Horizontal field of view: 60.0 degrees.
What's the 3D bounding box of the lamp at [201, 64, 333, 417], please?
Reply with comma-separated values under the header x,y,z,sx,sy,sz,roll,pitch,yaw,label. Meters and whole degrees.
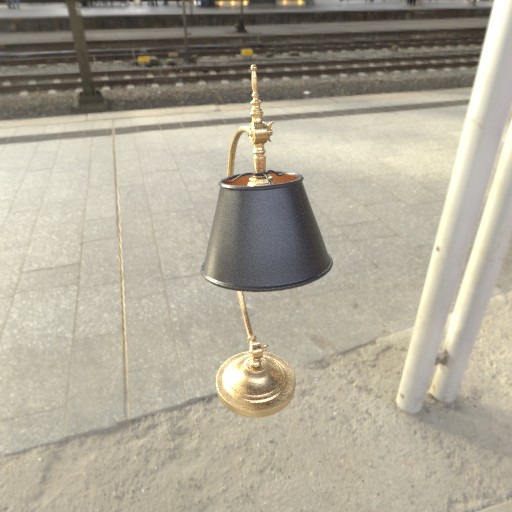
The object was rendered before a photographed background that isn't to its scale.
x,y,z,sx,sy,sz,roll,pitch,yaw,label
0.000,0.000,0.847,0.235,0.675,0.344,-10,33,-16,lamp
